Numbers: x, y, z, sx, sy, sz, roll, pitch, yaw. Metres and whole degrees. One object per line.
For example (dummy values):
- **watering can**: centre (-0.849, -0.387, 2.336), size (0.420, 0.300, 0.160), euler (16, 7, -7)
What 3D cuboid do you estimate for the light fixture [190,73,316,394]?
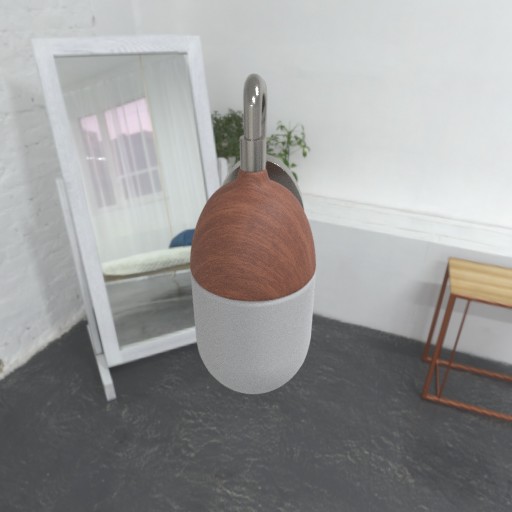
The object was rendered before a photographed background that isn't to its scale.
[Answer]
- **light fixture**: centre (0.000, 0.000, 0.436), size (0.108, 0.343, 0.216), euler (1, 30, 2)
